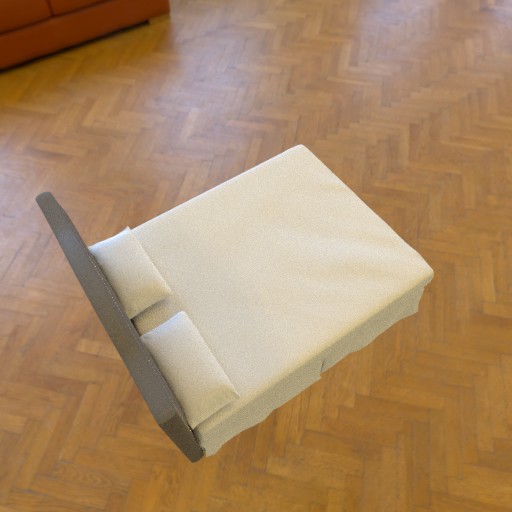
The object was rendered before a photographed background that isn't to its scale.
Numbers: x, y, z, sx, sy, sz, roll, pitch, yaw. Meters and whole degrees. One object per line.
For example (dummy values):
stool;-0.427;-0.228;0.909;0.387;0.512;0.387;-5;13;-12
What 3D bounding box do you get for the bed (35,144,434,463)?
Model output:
bed;0.000;0.000;3.342;2.282;1.436;1.821;-30;63;-17
